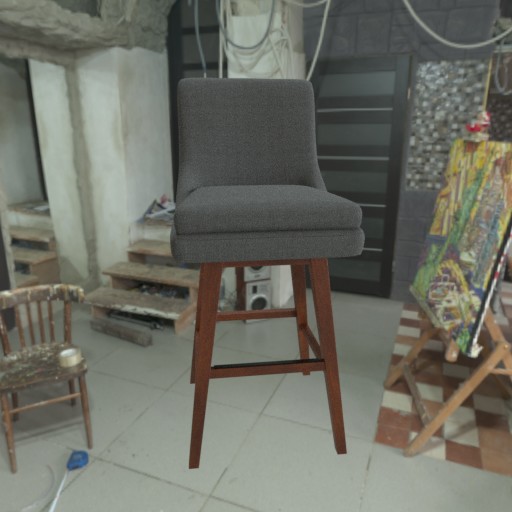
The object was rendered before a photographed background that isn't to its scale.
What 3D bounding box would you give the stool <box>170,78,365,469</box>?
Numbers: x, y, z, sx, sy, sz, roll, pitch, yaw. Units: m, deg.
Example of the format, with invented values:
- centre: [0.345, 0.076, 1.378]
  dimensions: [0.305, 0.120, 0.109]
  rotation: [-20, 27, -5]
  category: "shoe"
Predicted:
- centre: [0.000, 0.000, 1.248]
  dimensions: [0.447, 0.977, 0.524]
  rotation: [-2, 17, -7]
  category: "stool"
